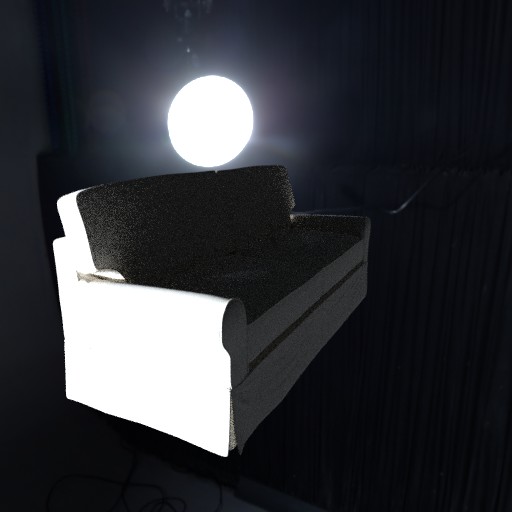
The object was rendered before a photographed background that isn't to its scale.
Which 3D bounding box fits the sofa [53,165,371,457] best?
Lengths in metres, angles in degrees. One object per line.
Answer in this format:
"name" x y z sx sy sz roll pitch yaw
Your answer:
"sofa" 0.000 0.000 2.470 0.862 0.937 2.021 7 16 26
